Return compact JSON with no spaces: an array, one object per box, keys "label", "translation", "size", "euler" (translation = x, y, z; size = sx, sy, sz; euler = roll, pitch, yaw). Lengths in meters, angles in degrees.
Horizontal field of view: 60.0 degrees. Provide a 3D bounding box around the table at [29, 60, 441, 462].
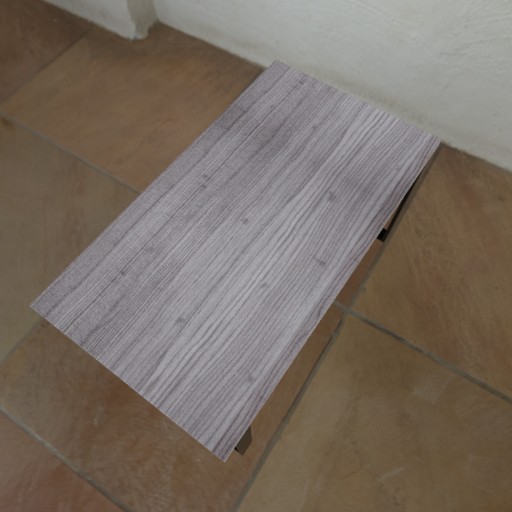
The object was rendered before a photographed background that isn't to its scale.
[{"label":"table","translation":[0.000,0.000,2.099],"size":[0.881,0.736,1.579],"euler":[32,67,15]}]
